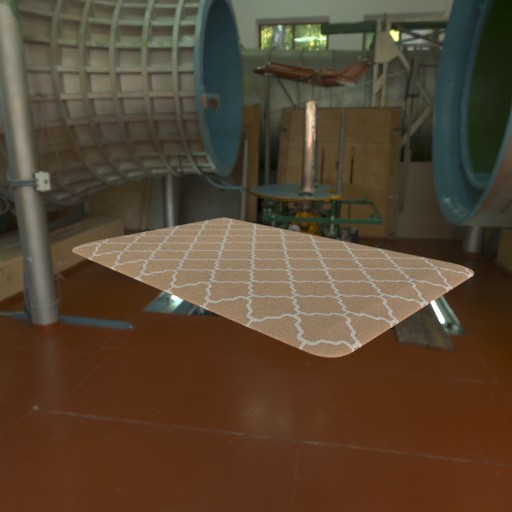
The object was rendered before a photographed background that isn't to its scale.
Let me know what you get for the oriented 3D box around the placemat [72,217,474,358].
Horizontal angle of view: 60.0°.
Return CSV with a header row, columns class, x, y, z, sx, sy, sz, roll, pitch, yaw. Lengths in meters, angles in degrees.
class,x,y,z,sx,sy,sz,roll,pitch,yaw
placemat,0.000,0.000,0.969,0.762,0.021,0.508,15,22,42
